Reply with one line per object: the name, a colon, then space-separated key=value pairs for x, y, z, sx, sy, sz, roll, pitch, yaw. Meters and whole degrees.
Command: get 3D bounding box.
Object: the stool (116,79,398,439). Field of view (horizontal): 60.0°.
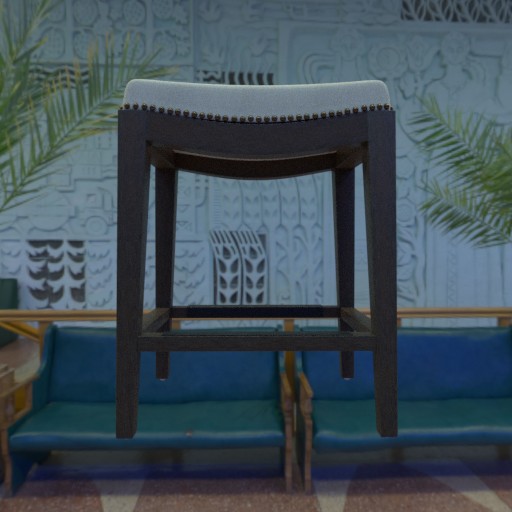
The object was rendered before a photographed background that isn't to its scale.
stool: x=0.000 y=0.000 z=0.952 sx=0.500 sy=0.642 sz=0.361 roll=0 pitch=2 yaw=-1
